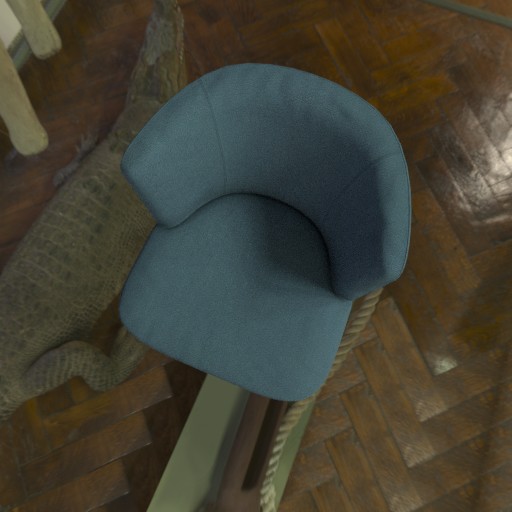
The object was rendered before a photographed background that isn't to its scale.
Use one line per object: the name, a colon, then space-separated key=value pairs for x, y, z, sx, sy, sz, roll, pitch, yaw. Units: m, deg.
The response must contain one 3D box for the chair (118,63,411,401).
chair: x=0.000 y=0.000 z=1.275 sx=0.661 sy=0.760 sz=0.702 roll=22 pitch=76 yaw=6
